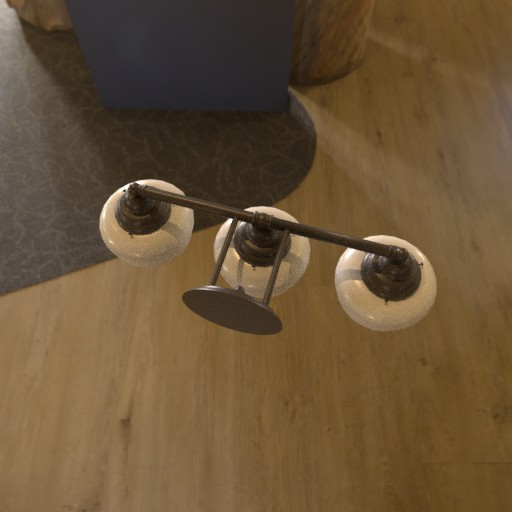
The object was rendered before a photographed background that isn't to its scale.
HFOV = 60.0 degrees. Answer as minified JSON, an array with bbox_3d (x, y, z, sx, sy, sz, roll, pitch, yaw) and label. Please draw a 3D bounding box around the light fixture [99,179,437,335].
[{"bbox_3d":[0.000,0.000,0.703,0.587,0.242,0.239,14,64,7],"label":"light fixture"}]
